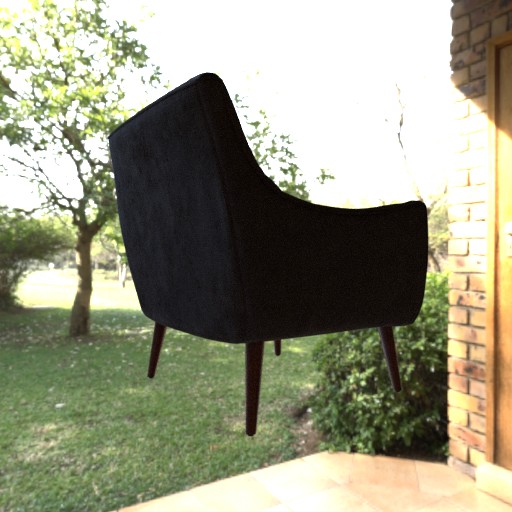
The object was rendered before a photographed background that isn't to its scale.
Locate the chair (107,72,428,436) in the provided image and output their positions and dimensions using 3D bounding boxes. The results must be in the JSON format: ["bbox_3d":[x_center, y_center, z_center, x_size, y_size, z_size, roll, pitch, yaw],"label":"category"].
[{"bbox_3d":[0.000,0.000,1.418,0.787,0.838,0.762,0,1,-36],"label":"chair"}]
